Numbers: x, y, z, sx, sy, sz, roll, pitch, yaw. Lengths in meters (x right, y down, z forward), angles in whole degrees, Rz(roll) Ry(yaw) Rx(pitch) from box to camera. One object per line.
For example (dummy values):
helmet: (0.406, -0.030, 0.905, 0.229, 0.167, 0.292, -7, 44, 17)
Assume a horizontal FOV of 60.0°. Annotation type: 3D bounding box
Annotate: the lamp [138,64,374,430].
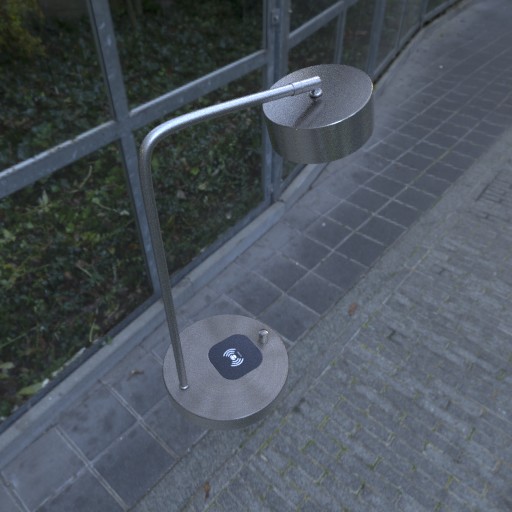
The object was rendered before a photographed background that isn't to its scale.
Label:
lamp: (0.000, 0.000, 0.634, 0.334, 0.469, 0.211, -25, 47, -26)
